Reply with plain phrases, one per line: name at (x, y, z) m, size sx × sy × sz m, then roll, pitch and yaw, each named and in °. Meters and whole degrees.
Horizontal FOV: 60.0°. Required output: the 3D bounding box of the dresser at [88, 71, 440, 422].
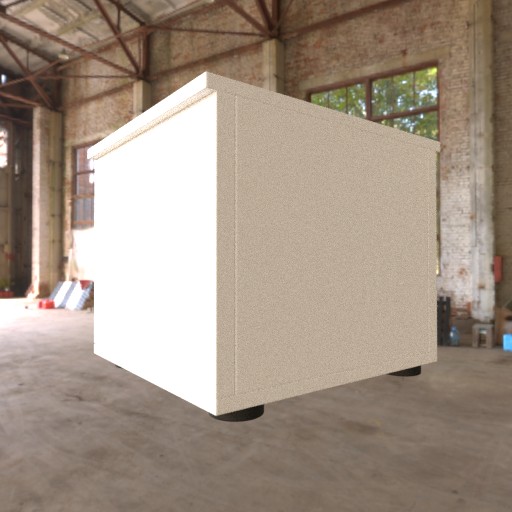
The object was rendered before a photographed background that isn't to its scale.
dresser at (0.000, 0.000, 0.727) m, size 0.430 × 0.360 × 0.400 m, roll 1°, pitch -1°, yaw -37°
